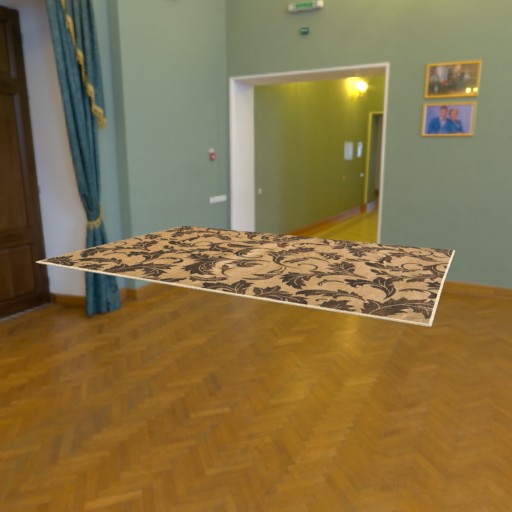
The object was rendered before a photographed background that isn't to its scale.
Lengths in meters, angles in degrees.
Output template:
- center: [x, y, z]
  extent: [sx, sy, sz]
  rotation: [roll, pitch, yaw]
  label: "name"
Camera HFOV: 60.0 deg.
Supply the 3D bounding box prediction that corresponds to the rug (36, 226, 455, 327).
- center: [0.000, 0.000, 2.874]
  extent: [2.284, 0.008, 1.522]
  rotation: [7, 15, 26]
  label: "rug"
